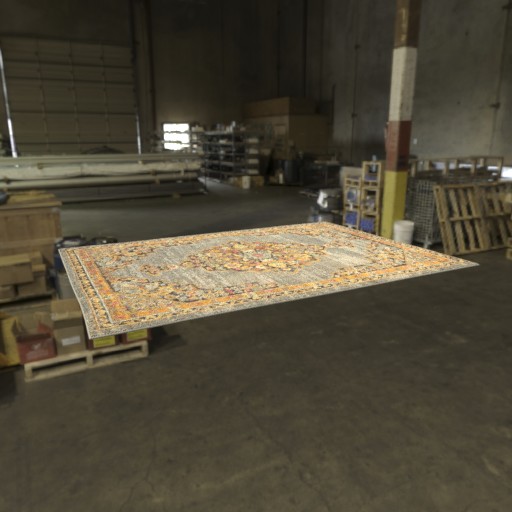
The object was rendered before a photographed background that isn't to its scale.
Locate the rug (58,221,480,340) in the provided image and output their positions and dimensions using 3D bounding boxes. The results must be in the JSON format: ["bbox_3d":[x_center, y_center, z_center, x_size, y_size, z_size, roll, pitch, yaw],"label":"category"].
[{"bbox_3d":[0.000,0.000,3.909,3.063,0.024,2.158,-8,17,-26],"label":"rug"}]
